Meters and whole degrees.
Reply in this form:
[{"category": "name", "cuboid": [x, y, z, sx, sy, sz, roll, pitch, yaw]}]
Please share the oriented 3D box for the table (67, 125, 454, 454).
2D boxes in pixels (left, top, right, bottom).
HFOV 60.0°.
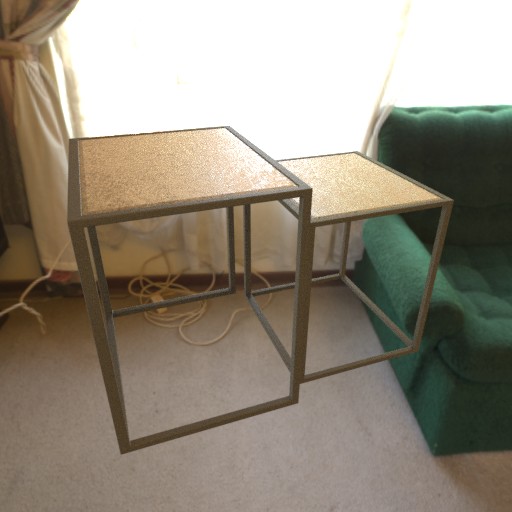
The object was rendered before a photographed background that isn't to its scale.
[{"category": "table", "cuboid": [0.000, 0.000, 1.124, 0.788, 0.540, 0.508, -10, 31, -17]}]
